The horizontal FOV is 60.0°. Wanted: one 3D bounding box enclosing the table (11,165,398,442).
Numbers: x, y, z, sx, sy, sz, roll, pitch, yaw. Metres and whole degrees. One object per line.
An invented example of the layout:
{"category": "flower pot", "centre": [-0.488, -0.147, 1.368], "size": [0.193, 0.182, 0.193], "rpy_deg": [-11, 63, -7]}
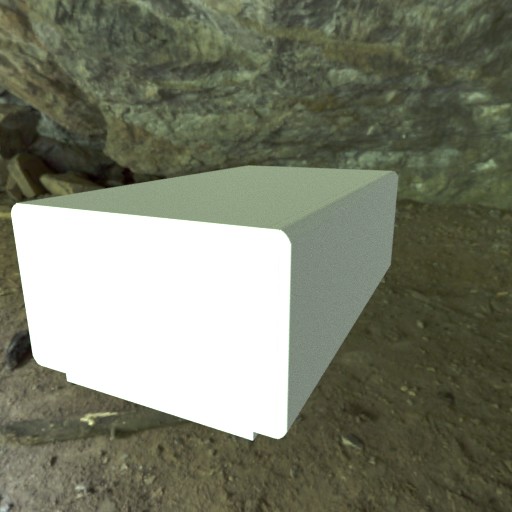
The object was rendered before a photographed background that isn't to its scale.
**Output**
{"category": "table", "centre": [0.000, 0.000, 1.341], "size": [0.639, 0.442, 1.097], "rpy_deg": [7, 18, 24]}
